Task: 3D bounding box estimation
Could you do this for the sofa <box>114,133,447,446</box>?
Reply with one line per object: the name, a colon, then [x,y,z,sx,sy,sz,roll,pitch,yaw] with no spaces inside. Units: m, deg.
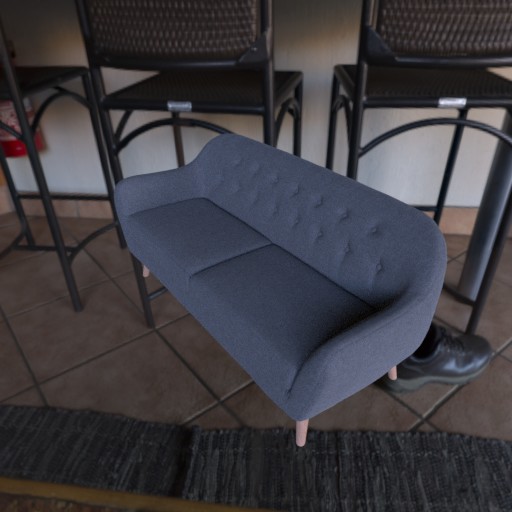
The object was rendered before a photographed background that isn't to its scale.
sofa: [0.000,0.000,2.285,0.820,0.820,1.840,-21,38,-30]
